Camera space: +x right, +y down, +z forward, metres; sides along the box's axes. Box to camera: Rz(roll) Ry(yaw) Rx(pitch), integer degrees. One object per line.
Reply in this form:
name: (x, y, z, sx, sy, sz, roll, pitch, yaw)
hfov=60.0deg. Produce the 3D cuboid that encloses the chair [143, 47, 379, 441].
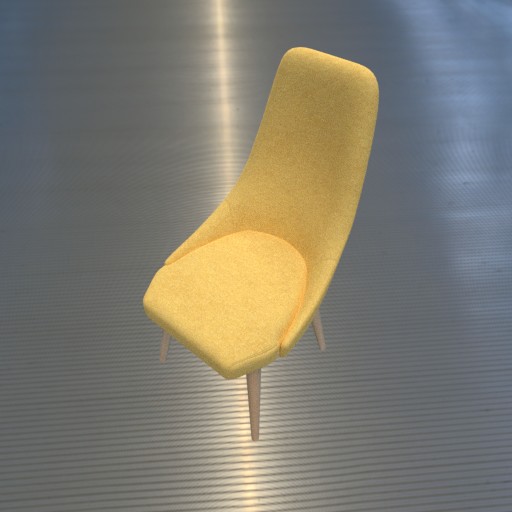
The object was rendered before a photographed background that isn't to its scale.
chair: (0.000, 0.000, 1.389, 0.510, 1.040, 0.660, 31, 54, 26)
